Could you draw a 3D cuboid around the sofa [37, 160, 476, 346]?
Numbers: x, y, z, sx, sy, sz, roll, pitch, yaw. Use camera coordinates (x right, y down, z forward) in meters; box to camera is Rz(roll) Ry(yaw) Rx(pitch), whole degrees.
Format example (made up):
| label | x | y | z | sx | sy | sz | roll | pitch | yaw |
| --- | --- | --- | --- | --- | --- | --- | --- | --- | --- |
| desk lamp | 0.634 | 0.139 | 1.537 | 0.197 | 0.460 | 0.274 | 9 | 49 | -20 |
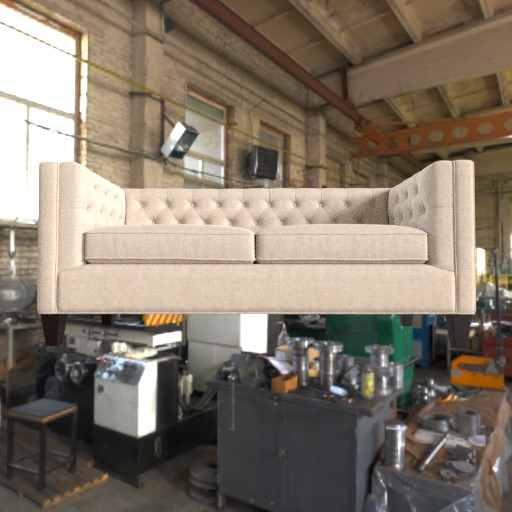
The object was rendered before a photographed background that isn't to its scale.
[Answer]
| label | x | y | z | sx | sy | sz | roll | pitch | yaw |
| --- | --- | --- | --- | --- | --- | --- | --- | --- | --- |
| sofa | 0.000 | 0.000 | 2.170 | 1.778 | 0.762 | 0.775 | 0 | -2 | 1 |
